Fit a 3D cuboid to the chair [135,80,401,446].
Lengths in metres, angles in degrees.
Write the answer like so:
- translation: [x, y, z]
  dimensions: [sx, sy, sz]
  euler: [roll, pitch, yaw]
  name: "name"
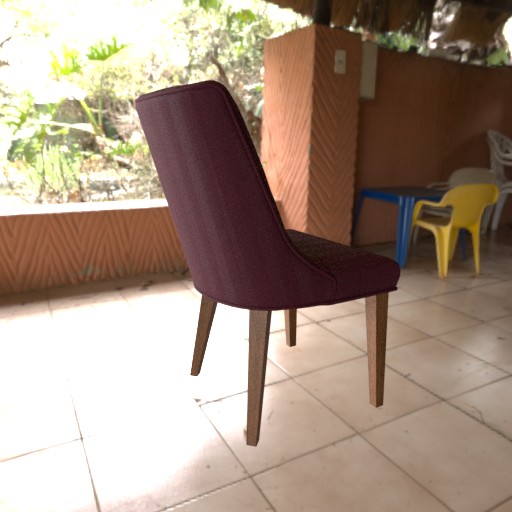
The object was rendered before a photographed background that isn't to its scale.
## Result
- translation: [0.000, 0.000, 1.321]
  dimensions: [0.638, 0.916, 0.548]
  euler: [-8, 16, -28]
  name: "chair"
